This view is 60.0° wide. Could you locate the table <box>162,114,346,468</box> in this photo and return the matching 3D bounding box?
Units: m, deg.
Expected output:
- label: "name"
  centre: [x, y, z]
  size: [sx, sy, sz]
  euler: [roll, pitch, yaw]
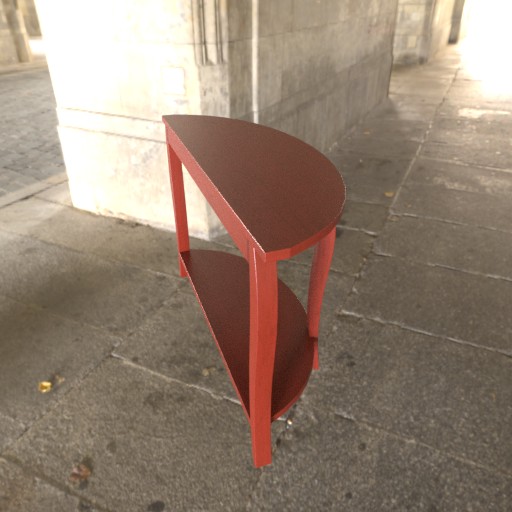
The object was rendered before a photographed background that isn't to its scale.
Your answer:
- label: "table"
  centre: [0.000, 0.000, 1.634]
  size: [0.405, 0.779, 1.219]
  euler: [-11, 32, -17]
